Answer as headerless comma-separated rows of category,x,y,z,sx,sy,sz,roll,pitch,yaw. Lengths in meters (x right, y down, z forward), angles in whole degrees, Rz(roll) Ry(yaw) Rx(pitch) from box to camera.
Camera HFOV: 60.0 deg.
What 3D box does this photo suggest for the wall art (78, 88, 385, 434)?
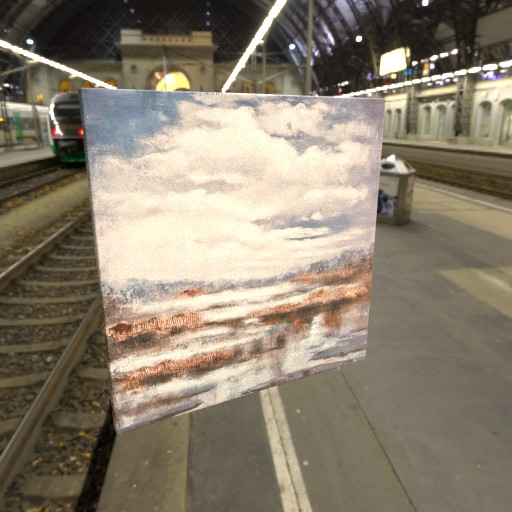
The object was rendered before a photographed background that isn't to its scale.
wall art,0.000,0.000,1.308,0.888,0.897,0.035,-9,18,-27
